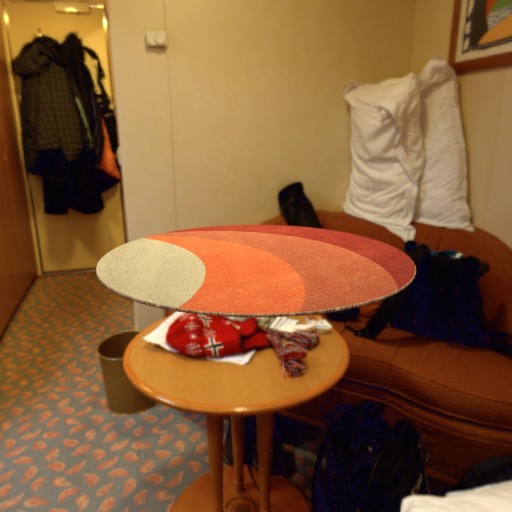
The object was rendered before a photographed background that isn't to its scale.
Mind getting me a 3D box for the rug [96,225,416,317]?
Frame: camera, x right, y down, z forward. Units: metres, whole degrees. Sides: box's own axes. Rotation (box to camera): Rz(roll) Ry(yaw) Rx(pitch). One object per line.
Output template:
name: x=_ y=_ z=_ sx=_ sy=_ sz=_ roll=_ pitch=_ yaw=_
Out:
rug: x=0.000 y=0.000 z=2.219 sx=1.514 sy=0.015 sz=1.514 roll=0 pitch=15 yaw=0
